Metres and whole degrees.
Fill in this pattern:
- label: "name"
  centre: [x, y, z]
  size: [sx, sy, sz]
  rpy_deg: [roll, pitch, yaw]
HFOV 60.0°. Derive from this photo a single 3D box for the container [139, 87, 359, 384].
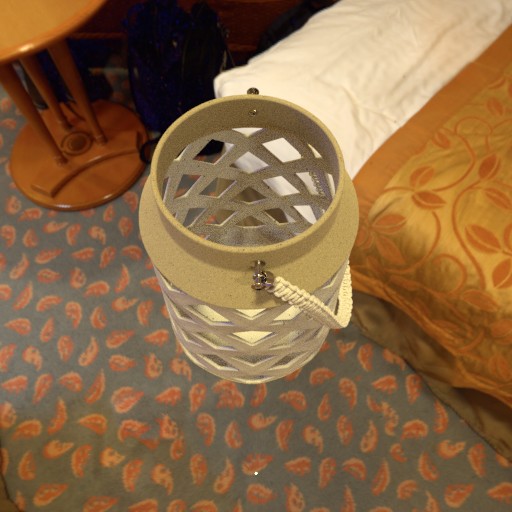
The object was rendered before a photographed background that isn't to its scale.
- label: "container"
  centre: [0.000, 0.000, 0.402]
  size: [0.198, 0.264, 0.188]
  rpy_deg: [-1, 64, -1]
